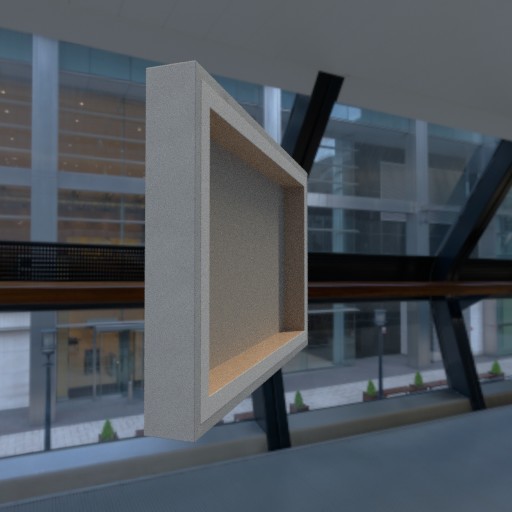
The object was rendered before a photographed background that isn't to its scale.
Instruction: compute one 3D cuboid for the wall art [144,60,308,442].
[{"bbox_3d":[0.000,0.000,0.481,0.038,0.254,0.381,0,-1,18],"label":"wall art"}]
